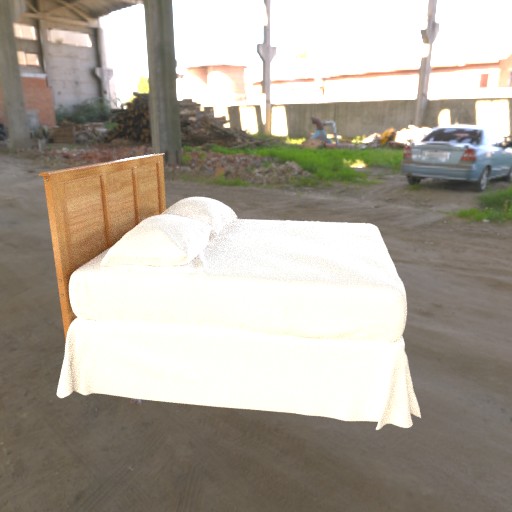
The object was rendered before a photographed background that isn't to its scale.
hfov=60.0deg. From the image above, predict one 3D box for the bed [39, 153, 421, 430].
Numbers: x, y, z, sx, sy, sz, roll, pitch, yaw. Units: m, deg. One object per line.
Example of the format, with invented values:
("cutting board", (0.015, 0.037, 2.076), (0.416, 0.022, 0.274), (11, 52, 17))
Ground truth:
("bed", (0.000, 0.000, 3.082), (2.035, 1.273, 1.870), (3, 17, 9))
